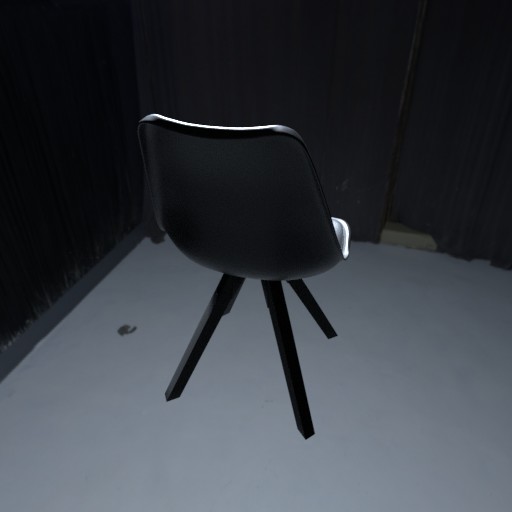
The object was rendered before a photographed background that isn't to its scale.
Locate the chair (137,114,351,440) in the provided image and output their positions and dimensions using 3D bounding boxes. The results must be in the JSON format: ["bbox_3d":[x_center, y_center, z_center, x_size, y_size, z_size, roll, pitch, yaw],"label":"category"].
[{"bbox_3d":[0.000,0.000,1.190,0.485,0.850,0.530,10,34,15],"label":"chair"}]
